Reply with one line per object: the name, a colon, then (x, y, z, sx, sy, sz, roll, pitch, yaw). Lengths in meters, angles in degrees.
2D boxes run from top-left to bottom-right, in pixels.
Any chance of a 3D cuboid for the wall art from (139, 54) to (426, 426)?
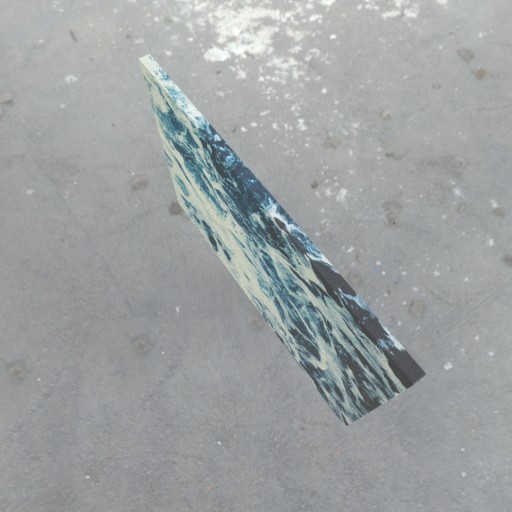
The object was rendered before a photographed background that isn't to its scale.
wall art: (0.000, 0.000, 1.909, 0.055, 1.017, 1.524, -32, 67, -15)
